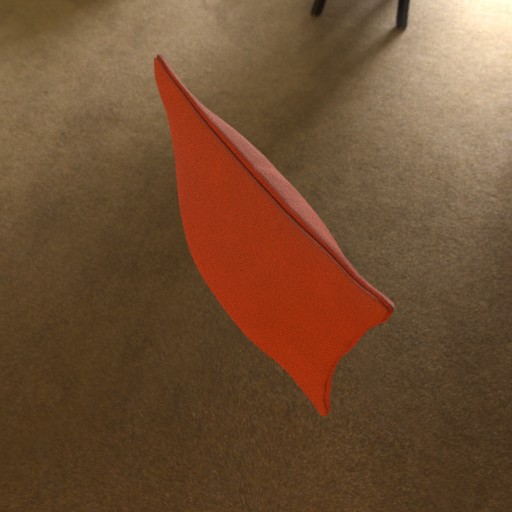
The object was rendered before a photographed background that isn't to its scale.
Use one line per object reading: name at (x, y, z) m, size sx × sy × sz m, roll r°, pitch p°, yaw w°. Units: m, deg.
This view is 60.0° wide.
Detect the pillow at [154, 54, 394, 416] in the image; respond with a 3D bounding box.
pillow at (0.000, 0.000, 0.649) m, size 0.151 × 0.416 × 0.435 m, roll -31°, pitch 64°, yaw -17°
